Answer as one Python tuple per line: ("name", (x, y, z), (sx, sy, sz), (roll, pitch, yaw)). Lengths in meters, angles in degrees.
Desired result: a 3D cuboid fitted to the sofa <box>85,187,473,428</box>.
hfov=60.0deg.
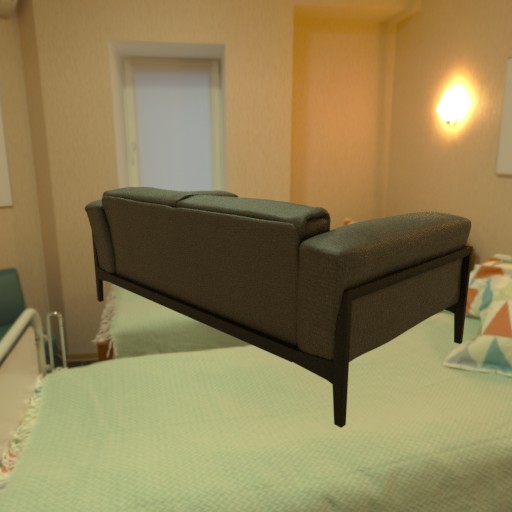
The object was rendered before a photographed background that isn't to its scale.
("sofa", (0.000, 0.000, 2.154), (0.960, 0.656, 1.690), (-12, 18, -43))
